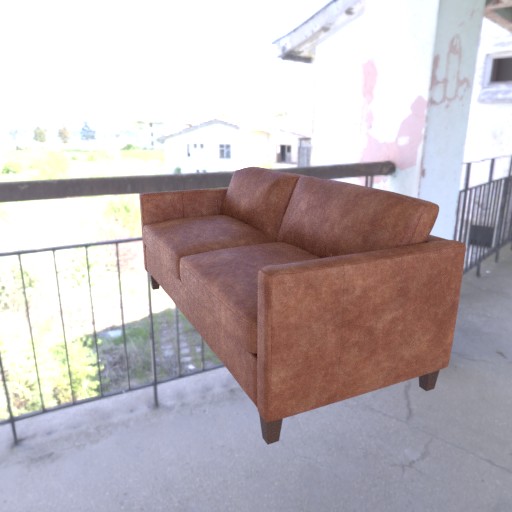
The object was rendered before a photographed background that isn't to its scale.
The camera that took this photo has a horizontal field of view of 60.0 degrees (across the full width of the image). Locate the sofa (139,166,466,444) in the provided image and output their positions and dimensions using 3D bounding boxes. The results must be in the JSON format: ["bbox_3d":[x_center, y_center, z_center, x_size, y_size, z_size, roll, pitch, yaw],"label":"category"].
[{"bbox_3d":[0.000,0.000,2.457,0.923,0.863,1.971,-8,18,-25],"label":"sofa"}]
